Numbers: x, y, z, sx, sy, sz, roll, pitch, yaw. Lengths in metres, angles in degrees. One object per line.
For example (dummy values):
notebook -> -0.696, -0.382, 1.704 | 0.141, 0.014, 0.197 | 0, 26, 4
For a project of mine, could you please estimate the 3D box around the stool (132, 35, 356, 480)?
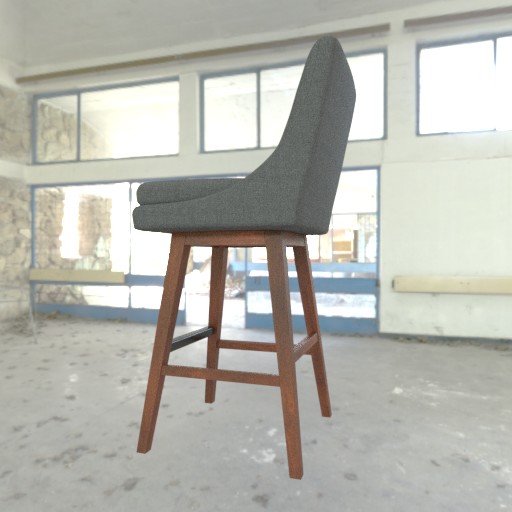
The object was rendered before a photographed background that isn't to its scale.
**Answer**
stool -> 0.000, 0.000, 1.224 | 0.524, 0.977, 0.447 | 0, 0, 19
